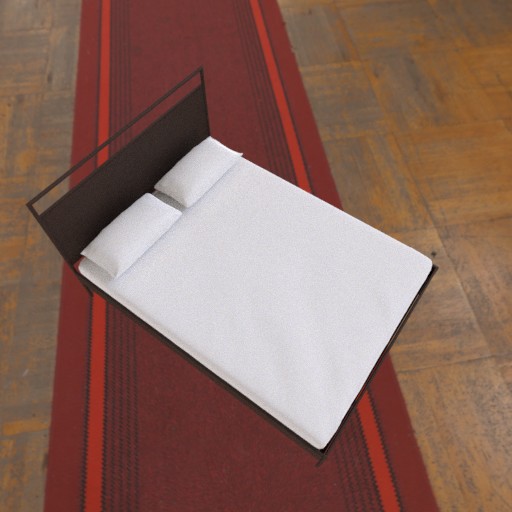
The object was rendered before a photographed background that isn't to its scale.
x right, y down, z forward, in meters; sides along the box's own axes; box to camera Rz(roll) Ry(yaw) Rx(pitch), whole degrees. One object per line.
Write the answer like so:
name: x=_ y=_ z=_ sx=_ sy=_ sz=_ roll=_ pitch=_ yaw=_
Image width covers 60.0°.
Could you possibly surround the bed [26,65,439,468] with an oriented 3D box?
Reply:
bed: x=0.000 y=0.000 z=3.033 sx=2.122 sy=1.173 sz=1.572 roll=32 pitch=63 yaw=18
